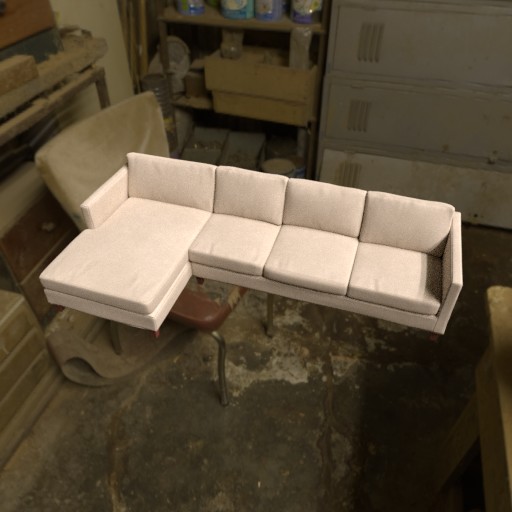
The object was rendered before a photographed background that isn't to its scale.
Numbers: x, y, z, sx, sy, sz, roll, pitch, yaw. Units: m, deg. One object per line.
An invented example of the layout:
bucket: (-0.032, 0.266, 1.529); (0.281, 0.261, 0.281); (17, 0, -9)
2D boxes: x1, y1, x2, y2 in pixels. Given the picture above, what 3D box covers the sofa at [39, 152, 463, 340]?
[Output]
sofa: (0.000, 0.000, 3.750); (3.186, 0.846, 1.625); (12, 43, 14)
